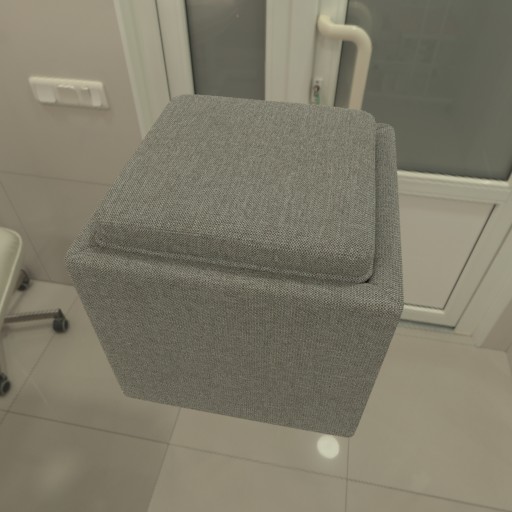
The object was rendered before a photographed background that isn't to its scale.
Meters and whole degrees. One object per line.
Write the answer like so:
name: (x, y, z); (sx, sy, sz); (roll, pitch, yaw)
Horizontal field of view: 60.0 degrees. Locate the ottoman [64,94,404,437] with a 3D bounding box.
ottoman: (0.000, 0.000, 0.832); (0.450, 0.460, 0.450); (8, 46, 7)
